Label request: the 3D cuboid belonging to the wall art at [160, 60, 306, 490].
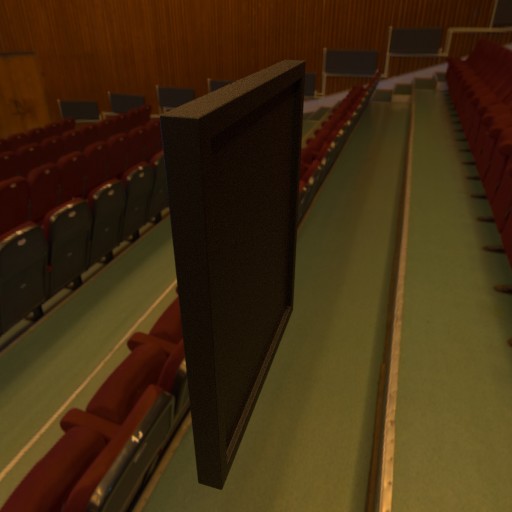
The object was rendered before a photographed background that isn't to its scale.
[{"bbox_3d":[0.000,0.000,0.508,0.028,0.381,0.328,9,31,15],"label":"wall art"}]
